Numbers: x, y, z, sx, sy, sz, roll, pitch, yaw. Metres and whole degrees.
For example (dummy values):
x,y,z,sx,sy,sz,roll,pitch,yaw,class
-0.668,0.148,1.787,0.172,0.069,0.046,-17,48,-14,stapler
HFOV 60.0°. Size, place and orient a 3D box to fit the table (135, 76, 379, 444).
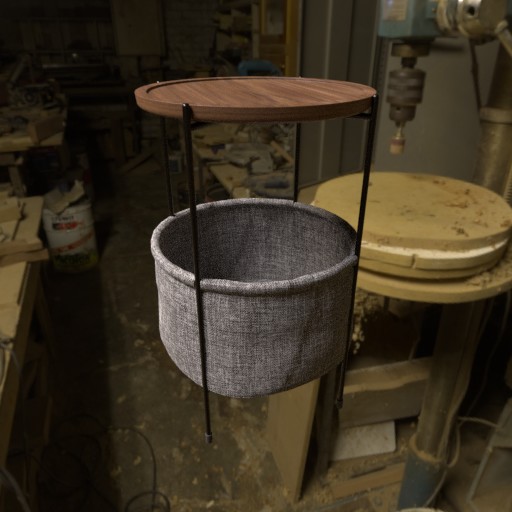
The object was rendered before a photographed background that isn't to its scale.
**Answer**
x,y,z,sx,sy,sz,roll,pitch,yaw,class
0.000,0.000,0.870,0.400,0.623,0.400,-8,28,-16,table
